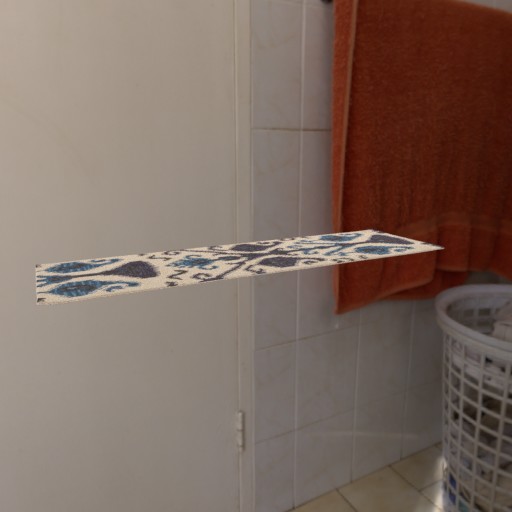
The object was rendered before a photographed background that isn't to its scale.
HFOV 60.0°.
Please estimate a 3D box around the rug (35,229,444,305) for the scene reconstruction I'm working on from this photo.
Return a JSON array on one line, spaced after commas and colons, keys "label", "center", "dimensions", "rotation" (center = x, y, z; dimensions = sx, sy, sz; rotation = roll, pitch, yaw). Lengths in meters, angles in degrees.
[{"label": "rug", "center": [0.000, 0.000, 2.570], "dimensions": [2.301, 0.017, 0.692], "rotation": [-7, 16, -26]}]
